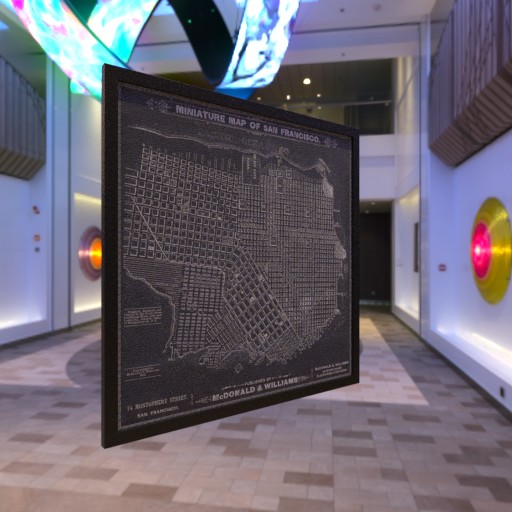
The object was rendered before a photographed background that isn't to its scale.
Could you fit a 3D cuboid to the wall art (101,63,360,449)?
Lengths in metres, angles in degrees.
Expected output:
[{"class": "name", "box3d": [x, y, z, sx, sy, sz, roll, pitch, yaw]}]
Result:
[{"class": "wall art", "box3d": [0.000, 0.000, 1.176, 0.807, 0.807, 0.022, 0, 0, -37]}]
